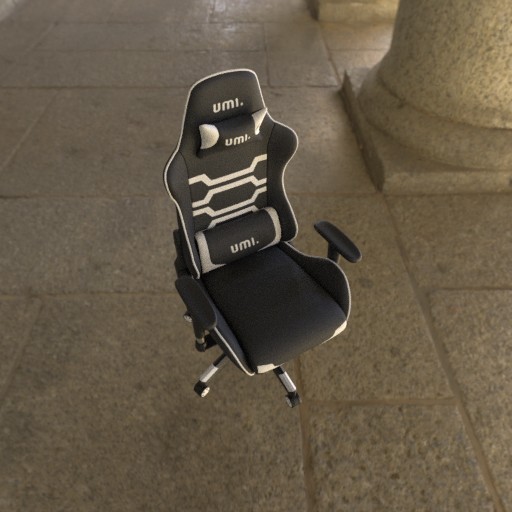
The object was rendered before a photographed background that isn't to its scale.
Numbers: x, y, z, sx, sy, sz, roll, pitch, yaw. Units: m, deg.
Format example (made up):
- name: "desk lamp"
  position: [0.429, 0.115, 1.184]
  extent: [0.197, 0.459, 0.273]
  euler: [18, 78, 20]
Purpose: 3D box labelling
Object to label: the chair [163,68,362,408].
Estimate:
- name: "chair"
  position: [0.000, 0.000, 1.666]
  extent: [0.700, 1.240, 0.700]
  euler: [-22, 49, -21]
